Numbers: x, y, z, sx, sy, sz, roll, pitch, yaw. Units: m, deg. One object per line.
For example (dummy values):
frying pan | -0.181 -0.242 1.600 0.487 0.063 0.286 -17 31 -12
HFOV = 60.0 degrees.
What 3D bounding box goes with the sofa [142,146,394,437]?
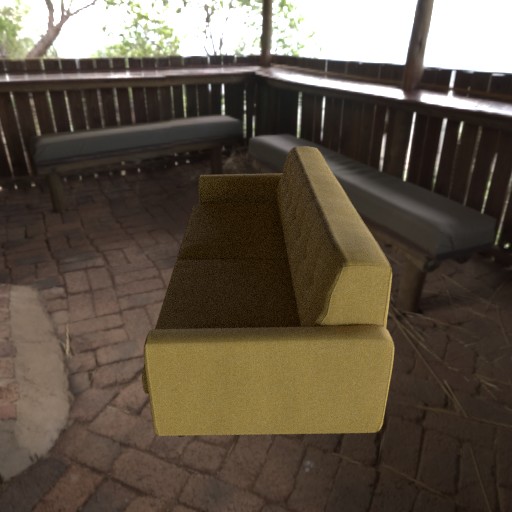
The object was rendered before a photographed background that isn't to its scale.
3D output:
sofa | 0.000 0.000 2.451 0.909 0.841 2.029 0 26 -1
